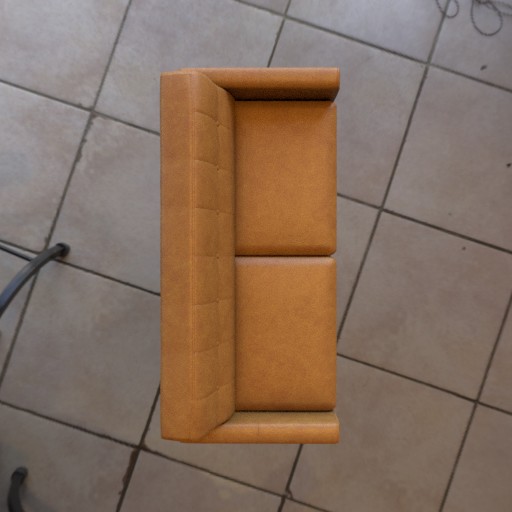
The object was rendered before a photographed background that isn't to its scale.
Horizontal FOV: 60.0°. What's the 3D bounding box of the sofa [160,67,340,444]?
[{"bbox_3d":[0.000,0.000,2.660,0.980,0.892,2.137,0,90,0],"label":"sofa"}]
